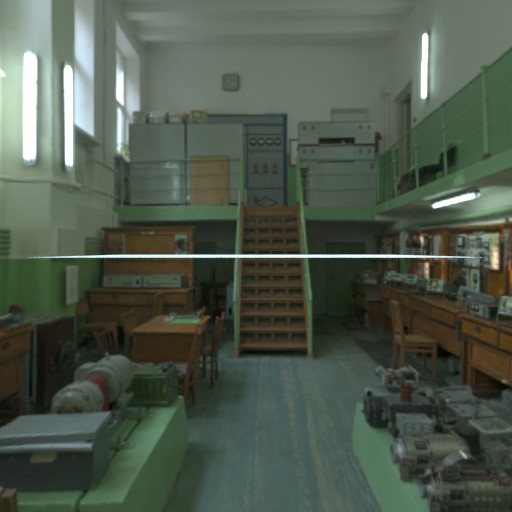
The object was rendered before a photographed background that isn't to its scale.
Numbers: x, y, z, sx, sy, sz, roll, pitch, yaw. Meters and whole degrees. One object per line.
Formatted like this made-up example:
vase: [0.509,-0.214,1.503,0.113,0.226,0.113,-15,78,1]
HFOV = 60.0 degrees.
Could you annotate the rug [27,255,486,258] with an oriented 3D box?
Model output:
rug: [0.000,0.000,2.365,1.835,0.003,1.206,0,1,-1]
